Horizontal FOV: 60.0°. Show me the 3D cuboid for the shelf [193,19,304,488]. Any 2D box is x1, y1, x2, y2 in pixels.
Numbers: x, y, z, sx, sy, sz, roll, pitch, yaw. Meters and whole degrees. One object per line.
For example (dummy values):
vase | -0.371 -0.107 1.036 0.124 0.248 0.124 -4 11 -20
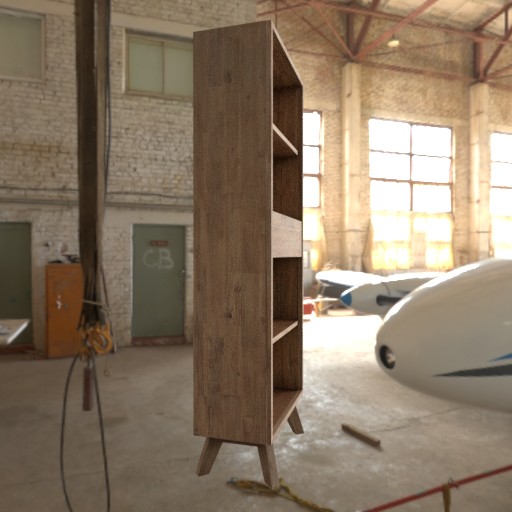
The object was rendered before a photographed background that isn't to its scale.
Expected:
shelf | 0.000 0.000 1.527 0.267 1.342 0.491 0 0 17
